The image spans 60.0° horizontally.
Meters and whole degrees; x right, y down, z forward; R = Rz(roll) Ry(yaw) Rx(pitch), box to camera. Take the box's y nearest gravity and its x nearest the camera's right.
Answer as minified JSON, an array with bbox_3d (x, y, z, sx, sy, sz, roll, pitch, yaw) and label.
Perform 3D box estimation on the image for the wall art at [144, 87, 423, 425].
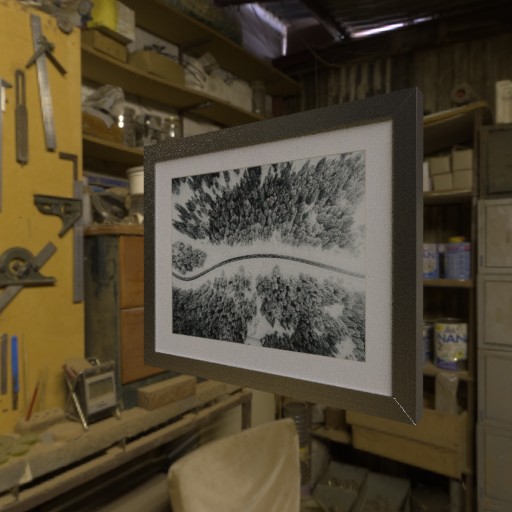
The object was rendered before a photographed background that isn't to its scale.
[{"bbox_3d":[0.000,0.000,0.774,0.557,0.456,0.032,0,0,36],"label":"wall art"}]
